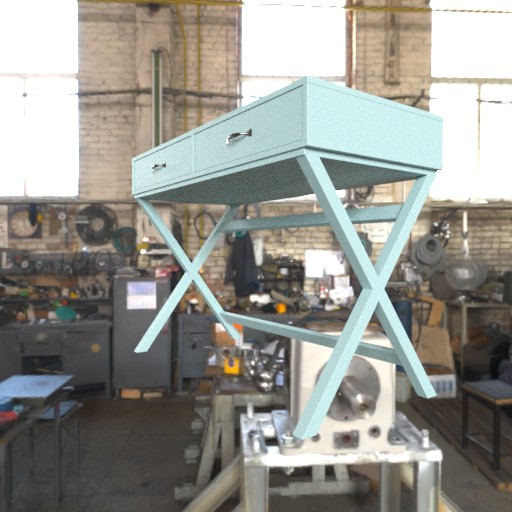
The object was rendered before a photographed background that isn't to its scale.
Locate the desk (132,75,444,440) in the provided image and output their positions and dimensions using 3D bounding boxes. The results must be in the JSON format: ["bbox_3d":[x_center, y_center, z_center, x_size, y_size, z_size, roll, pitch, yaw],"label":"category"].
[{"bbox_3d":[0.000,0.000,1.511,0.525,0.780,1.057,-1,1,-35],"label":"desk"}]
